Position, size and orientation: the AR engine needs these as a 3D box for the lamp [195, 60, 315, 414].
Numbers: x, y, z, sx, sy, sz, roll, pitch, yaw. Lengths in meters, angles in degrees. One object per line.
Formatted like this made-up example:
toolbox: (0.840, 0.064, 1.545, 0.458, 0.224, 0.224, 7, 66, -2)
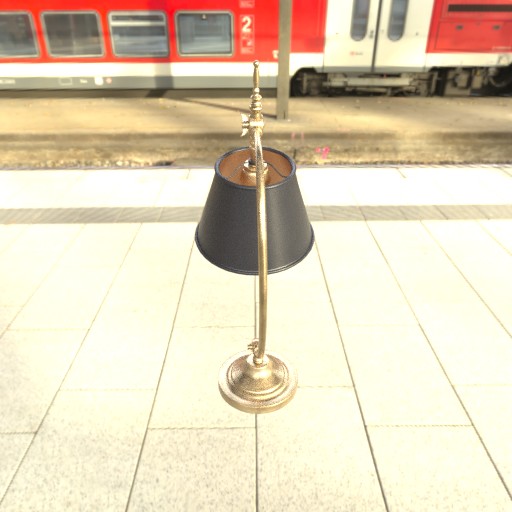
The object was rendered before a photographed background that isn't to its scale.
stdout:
lamp: (0.000, 0.000, 0.829, 0.235, 0.675, 0.344, -1, 30, -2)
